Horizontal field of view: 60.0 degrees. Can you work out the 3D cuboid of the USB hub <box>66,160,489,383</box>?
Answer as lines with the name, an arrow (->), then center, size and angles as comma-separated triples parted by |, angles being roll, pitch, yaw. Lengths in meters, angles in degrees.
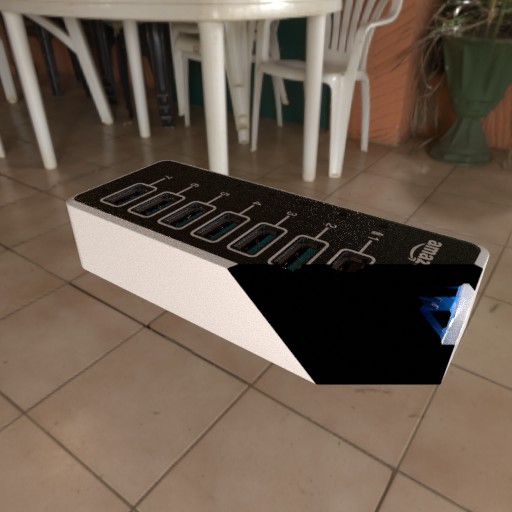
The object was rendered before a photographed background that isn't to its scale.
USB hub -> 0.000, 0.000, 0.125 | 0.110, 0.023, 0.044 | 20, 37, 29
